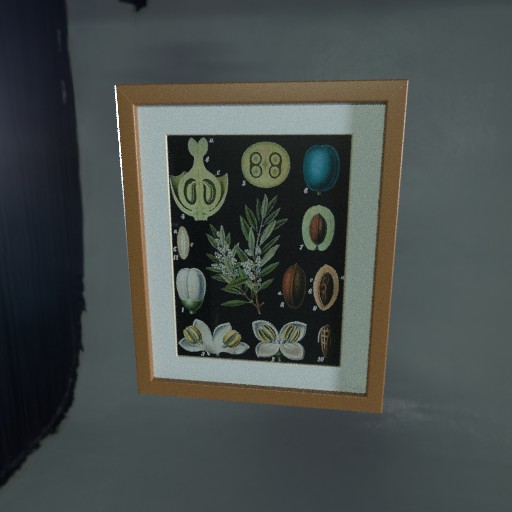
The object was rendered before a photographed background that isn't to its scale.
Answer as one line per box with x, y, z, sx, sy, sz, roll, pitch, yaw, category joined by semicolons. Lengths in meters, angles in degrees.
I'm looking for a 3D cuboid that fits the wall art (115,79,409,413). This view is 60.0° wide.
0.000;0.000;0.516;0.310;0.379;0.015;2;15;8;wall art
